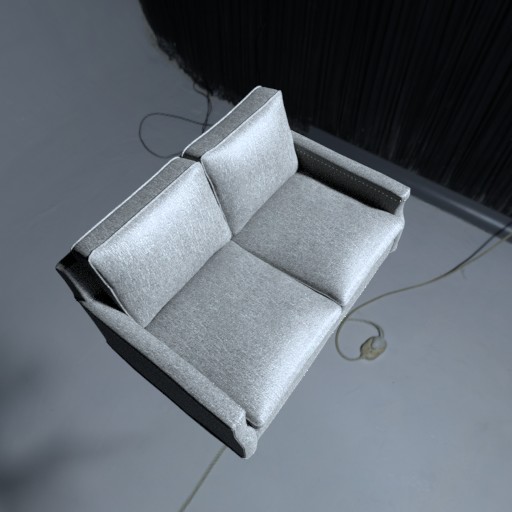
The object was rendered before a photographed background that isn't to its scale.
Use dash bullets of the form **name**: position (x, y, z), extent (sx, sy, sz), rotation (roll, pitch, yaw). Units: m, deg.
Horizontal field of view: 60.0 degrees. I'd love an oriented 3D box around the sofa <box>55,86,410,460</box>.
- **sofa**: position (0.000, 0.000, 2.356), extent (1.084, 1.003, 1.597), rotation (32, 63, 19)
